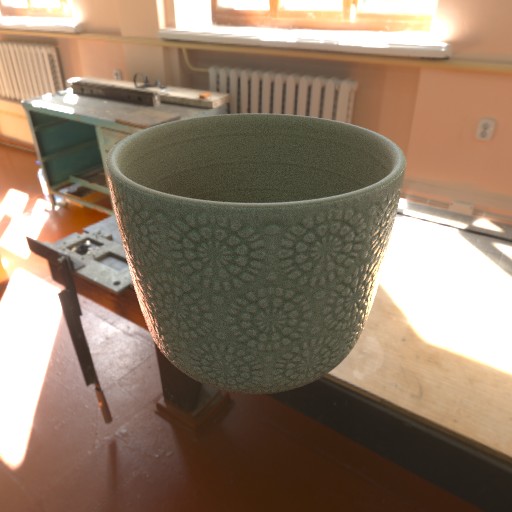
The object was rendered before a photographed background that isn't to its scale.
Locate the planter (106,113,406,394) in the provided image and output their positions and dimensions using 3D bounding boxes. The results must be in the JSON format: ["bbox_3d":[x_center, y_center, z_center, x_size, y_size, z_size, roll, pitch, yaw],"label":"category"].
[{"bbox_3d":[0.000,0.000,0.217,0.124,0.109,0.124,0,31,0],"label":"planter"}]
